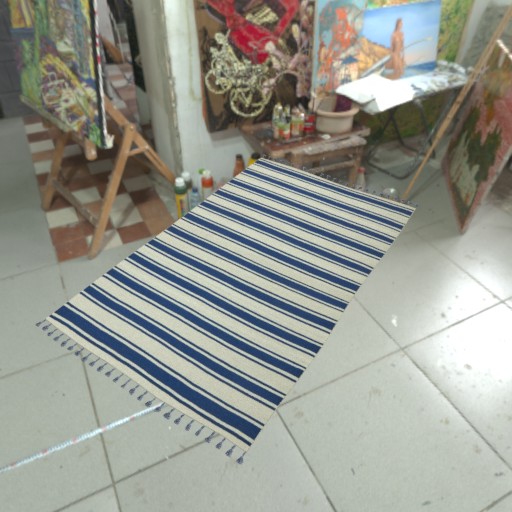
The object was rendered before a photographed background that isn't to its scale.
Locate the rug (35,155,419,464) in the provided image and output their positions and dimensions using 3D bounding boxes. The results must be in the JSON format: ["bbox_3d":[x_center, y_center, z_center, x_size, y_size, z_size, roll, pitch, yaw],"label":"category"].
[{"bbox_3d":[0.000,0.000,2.587,1.248,0.009,2.108,24,47,25],"label":"rug"}]
